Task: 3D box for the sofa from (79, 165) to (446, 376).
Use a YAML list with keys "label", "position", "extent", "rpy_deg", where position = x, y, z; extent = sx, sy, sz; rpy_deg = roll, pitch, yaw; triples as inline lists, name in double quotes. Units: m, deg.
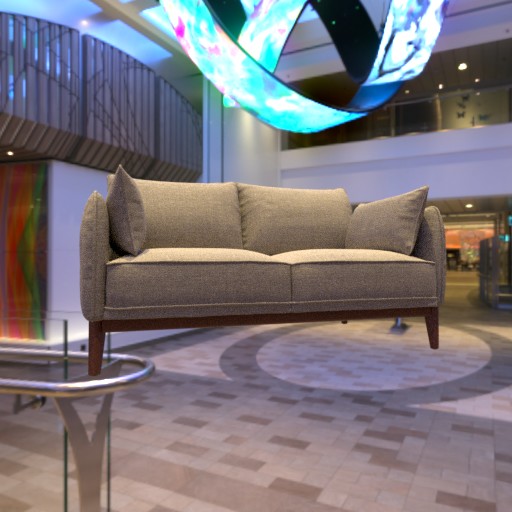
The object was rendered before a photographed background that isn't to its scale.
- label: "sofa"
  position: [0.000, 0.000, 2.161]
  extent: [1.580, 0.851, 0.972]
  rpy_deg: [0, 0, -18]
